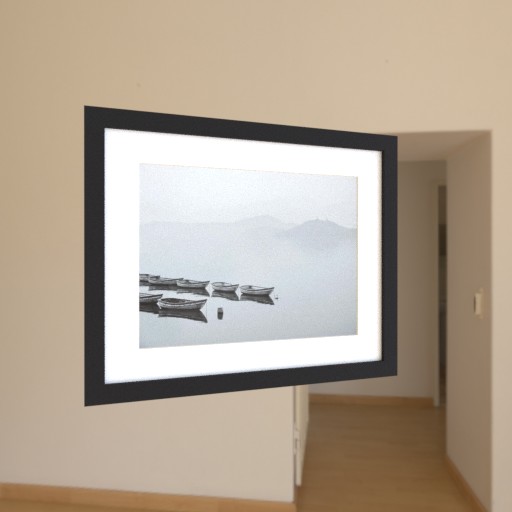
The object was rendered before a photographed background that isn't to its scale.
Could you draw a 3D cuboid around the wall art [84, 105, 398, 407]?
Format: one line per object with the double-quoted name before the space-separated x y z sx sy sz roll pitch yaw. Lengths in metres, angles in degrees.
"wall art" 0.000 0.000 0.768 0.554 0.454 0.030 0 0 -18
